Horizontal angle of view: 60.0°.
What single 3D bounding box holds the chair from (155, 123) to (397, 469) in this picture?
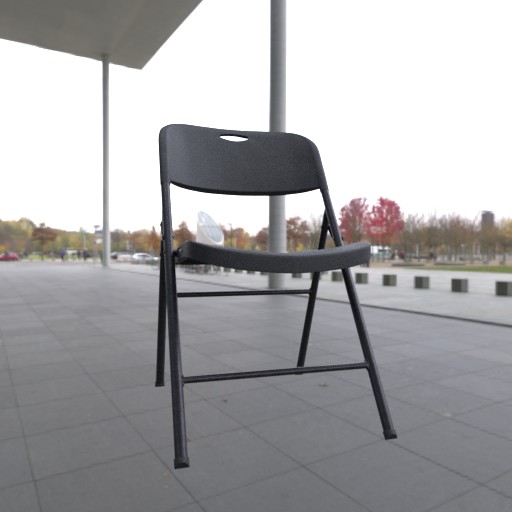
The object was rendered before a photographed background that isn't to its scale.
[{"bbox_3d":[0.000,0.000,1.177,0.494,0.810,0.567,0,1,-17],"label":"chair"}]
